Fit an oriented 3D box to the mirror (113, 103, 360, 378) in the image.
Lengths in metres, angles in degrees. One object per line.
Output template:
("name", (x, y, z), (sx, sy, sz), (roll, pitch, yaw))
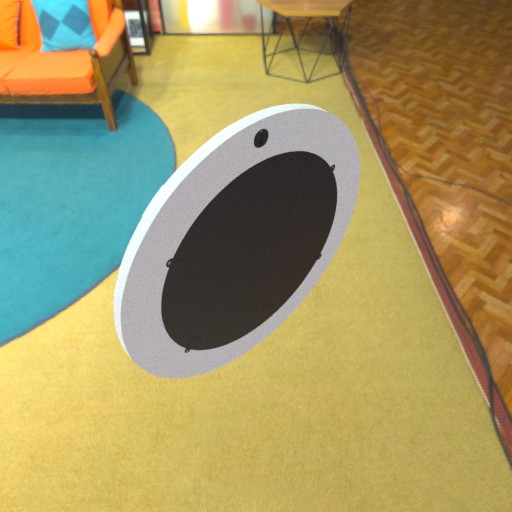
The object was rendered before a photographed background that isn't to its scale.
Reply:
("mirror", (0.000, 0.000, 1.338), (0.914, 0.914, 0.038), (-33, 54, -28))
